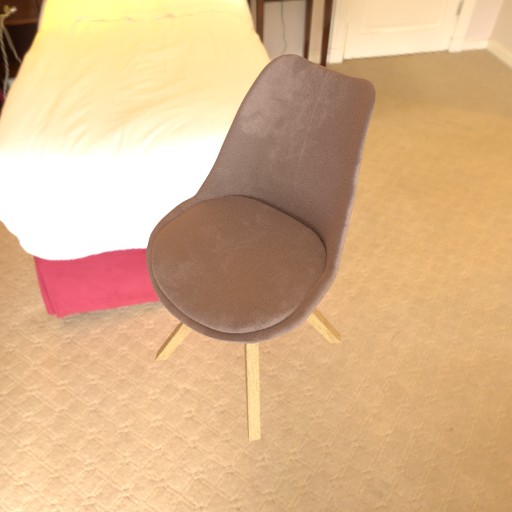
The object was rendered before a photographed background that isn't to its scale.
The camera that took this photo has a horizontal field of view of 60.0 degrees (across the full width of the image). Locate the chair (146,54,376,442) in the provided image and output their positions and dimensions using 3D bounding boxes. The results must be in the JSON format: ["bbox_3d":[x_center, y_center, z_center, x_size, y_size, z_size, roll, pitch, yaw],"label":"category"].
[{"bbox_3d":[0.000,0.000,1.180,0.485,0.850,0.550,32,54,26],"label":"chair"}]
